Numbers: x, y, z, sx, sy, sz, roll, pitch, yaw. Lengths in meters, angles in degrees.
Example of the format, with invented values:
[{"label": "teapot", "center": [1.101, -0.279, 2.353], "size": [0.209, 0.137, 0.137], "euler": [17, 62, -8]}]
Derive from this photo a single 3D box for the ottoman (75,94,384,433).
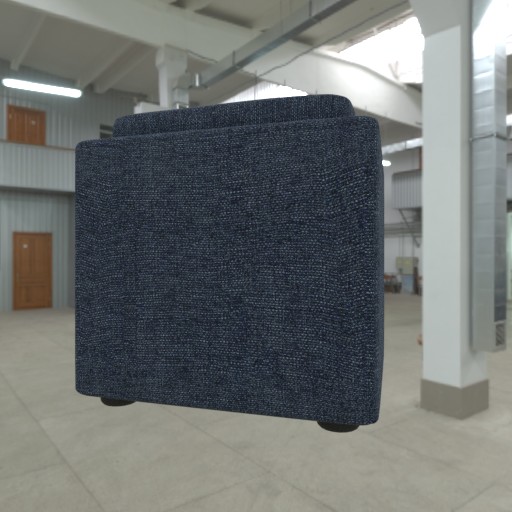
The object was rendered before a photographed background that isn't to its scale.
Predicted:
[{"label": "ottoman", "center": [0.000, 0.000, 0.817], "size": [0.450, 0.460, 0.450], "euler": [0, 0, 17]}]
